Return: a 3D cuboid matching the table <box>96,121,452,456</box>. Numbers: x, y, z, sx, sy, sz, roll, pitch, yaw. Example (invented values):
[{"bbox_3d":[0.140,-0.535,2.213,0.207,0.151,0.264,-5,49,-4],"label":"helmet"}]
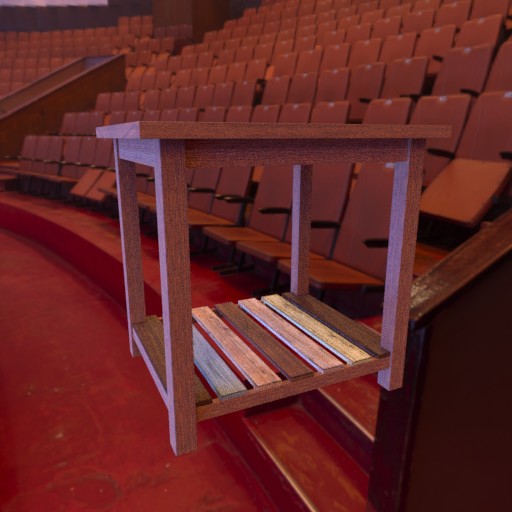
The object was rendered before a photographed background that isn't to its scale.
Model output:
[{"bbox_3d":[0.000,0.000,1.134,0.660,0.635,0.559,-7,17,-25],"label":"table"}]
